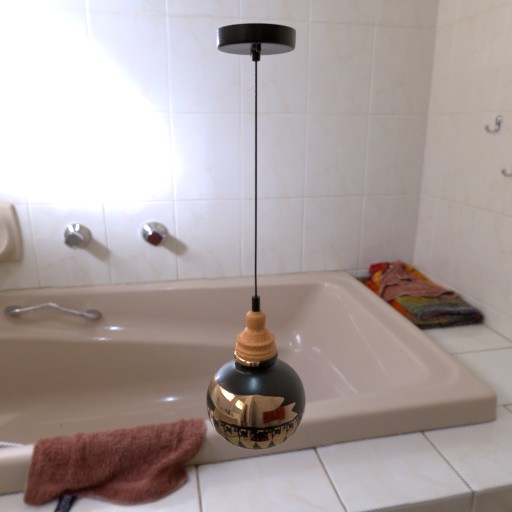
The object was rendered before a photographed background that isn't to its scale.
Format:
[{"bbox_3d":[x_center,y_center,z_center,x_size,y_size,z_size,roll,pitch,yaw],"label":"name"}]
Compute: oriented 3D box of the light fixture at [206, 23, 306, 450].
[{"bbox_3d":[0.000,0.000,1.751,0.430,1.606,0.430,-3,17,-9],"label":"light fixture"}]
